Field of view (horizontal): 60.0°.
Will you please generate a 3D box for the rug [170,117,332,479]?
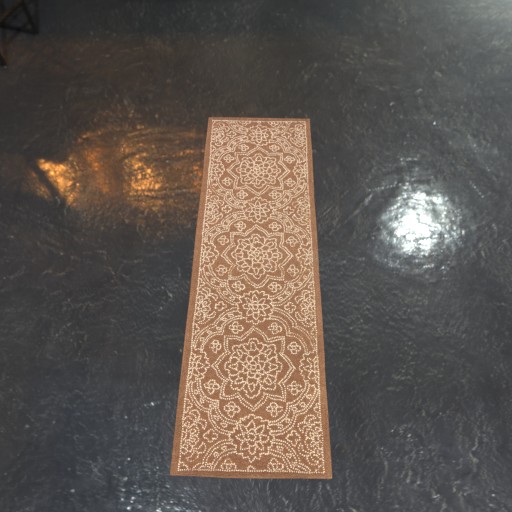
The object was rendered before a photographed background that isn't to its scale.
[{"bbox_3d":[0.000,0.000,2.719,0.769,0.012,2.448,1,59,1],"label":"rug"}]
